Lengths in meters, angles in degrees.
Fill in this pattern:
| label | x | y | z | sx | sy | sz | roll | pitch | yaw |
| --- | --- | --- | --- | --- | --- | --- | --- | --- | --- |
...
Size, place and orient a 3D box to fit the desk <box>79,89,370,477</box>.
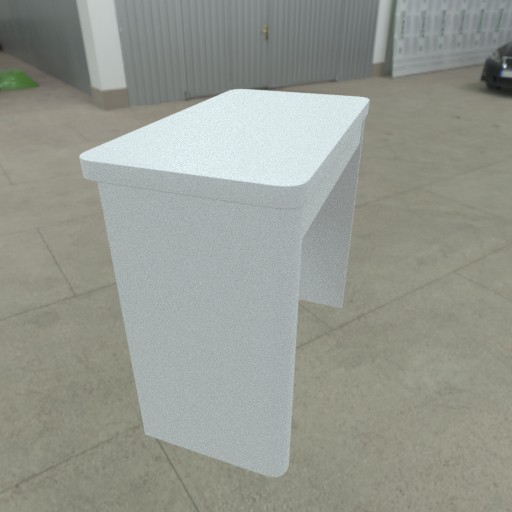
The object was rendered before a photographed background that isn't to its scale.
| label | x | y | z | sx | sy | sz | roll | pitch | yaw |
| --- | --- | --- | --- | --- | --- | --- | --- | --- | --- |
| desk | 0.000 | 0.000 | 1.267 | 0.446 | 0.760 | 0.790 | 11 | 32 | 18 |
